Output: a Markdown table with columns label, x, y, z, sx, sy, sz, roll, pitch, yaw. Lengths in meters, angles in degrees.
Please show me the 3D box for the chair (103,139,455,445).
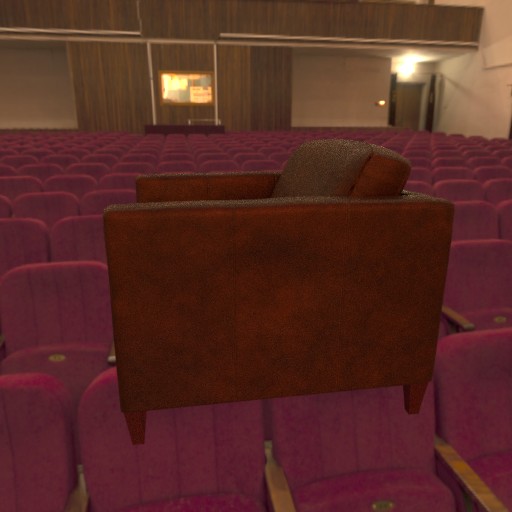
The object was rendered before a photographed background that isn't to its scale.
| label | x | y | z | sx | sy | sz | roll | pitch | yaw |
| --- | --- | --- | --- | --- | --- | --- | --- | --- | --- |
| chair | 0.000 | 0.000 | 1.695 | 0.975 | 0.864 | 0.990 | -3 | 16 | -9 |
